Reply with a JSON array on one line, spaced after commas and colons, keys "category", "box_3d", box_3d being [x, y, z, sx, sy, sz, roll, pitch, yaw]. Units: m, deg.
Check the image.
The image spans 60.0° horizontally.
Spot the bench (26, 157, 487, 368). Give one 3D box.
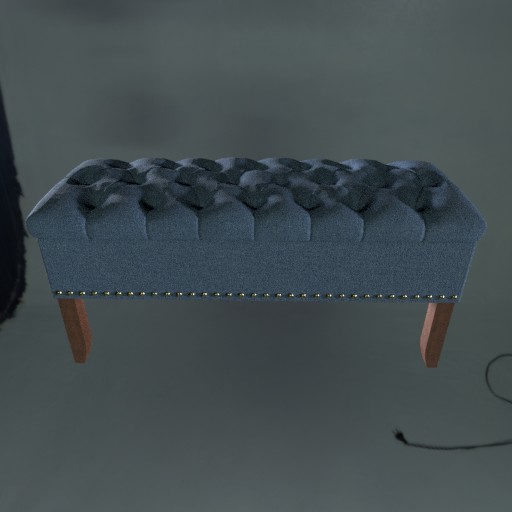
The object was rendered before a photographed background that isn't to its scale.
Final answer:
[{"category": "bench", "box_3d": [0.000, 0.000, 1.278, 1.052, 0.492, 0.417, 1, 30, 1]}]
